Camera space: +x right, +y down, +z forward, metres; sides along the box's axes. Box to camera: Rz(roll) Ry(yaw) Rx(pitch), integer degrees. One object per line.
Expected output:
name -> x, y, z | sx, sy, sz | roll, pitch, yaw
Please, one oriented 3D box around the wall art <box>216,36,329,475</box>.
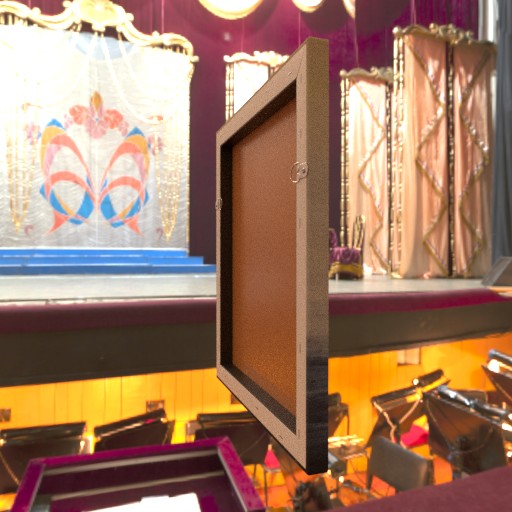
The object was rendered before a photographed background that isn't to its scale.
wall art -> 0.000, 0.000, 1.003 | 0.041, 0.710, 0.608 | 0, 1, -19
